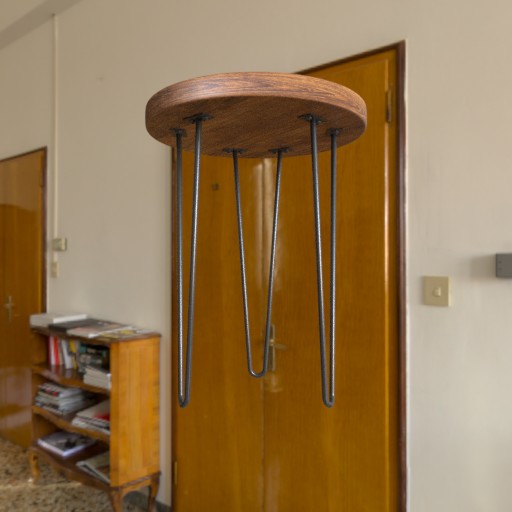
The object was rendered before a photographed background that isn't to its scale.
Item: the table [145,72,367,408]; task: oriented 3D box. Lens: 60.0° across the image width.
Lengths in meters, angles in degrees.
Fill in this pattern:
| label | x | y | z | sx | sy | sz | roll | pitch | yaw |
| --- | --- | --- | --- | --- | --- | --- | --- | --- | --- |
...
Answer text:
| label | x | y | z | sx | sy | sz | roll | pitch | yaw |
| --- | --- | --- | --- | --- | --- | --- | --- | --- | --- |
| table | 0.000 | 0.000 | 0.823 | 0.400 | 0.520 | 0.400 | 0 | 0 | 0 |
